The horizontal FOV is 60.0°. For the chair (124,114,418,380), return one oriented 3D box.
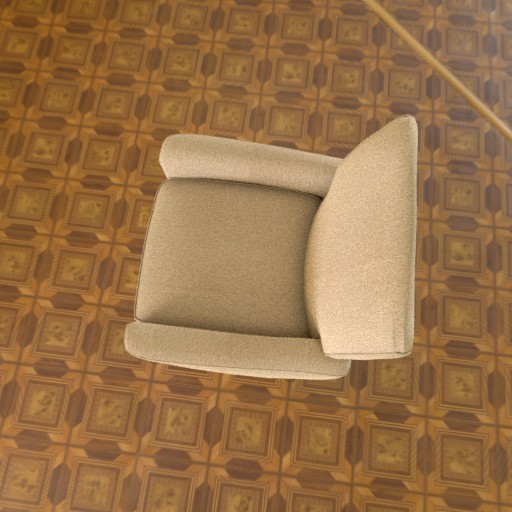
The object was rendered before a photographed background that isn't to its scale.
[{"bbox_3d":[0.000,0.000,1.624,0.864,1.014,0.848,6,74,2],"label":"chair"}]
